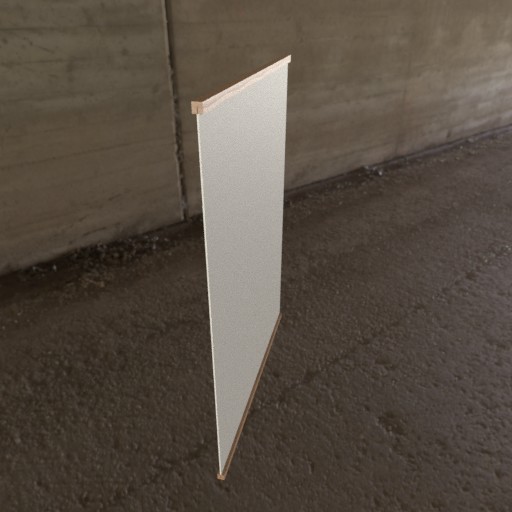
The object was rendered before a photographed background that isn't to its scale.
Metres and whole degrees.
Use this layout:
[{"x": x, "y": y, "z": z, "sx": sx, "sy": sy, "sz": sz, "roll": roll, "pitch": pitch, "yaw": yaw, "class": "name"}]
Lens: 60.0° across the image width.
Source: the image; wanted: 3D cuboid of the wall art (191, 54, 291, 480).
[{"x": 0.000, "y": 0.000, "z": 0.783, "sx": 0.012, "sy": 0.608, "sz": 0.459, "roll": 8, "pitch": 31, "yaw": 13, "class": "wall art"}]
